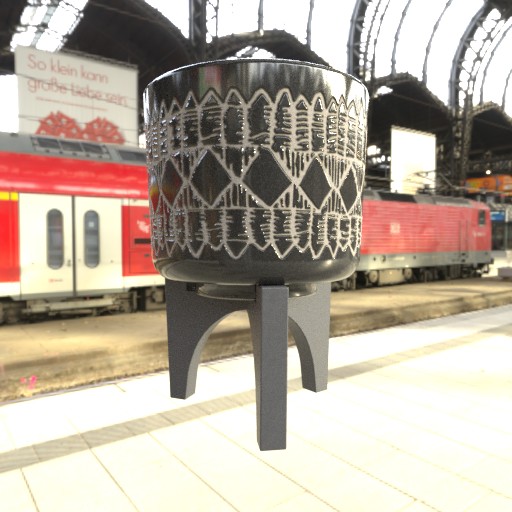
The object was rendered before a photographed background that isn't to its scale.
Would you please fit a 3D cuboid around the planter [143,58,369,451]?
[{"bbox_3d":[0.000,0.000,0.515,0.251,0.355,0.251,-2,3,-38],"label":"planter"}]
